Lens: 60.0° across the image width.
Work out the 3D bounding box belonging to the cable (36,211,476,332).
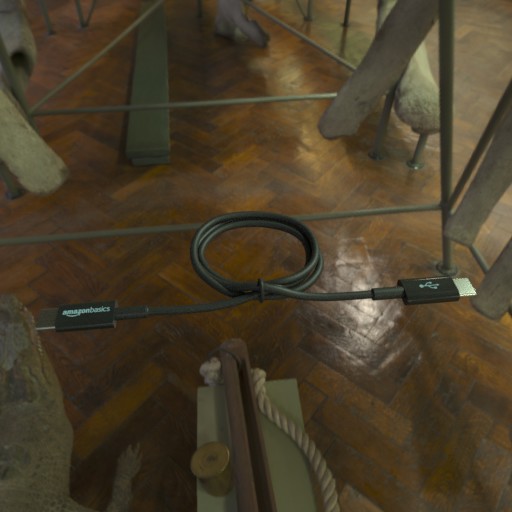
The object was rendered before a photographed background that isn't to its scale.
[{"bbox_3d":[0.000,0.000,0.224,0.203,0.014,0.070,-4,46,-4],"label":"cable"}]
